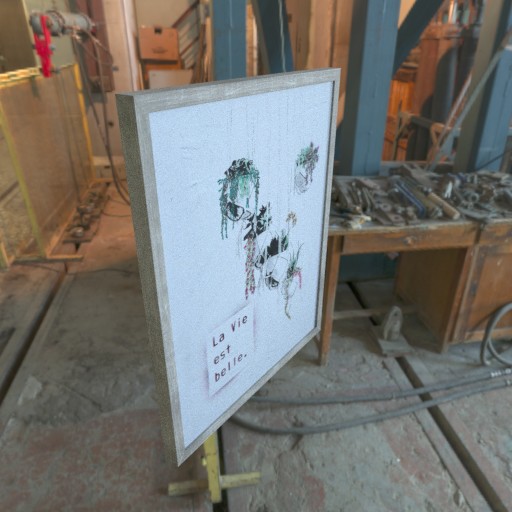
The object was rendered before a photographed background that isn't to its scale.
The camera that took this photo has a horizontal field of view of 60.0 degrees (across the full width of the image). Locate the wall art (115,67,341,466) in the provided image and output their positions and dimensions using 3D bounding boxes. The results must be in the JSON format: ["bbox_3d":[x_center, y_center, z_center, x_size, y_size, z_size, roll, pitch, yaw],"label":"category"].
[{"bbox_3d":[0.000,0.000,0.696,0.032,0.521,0.421,19,33,32],"label":"wall art"}]
